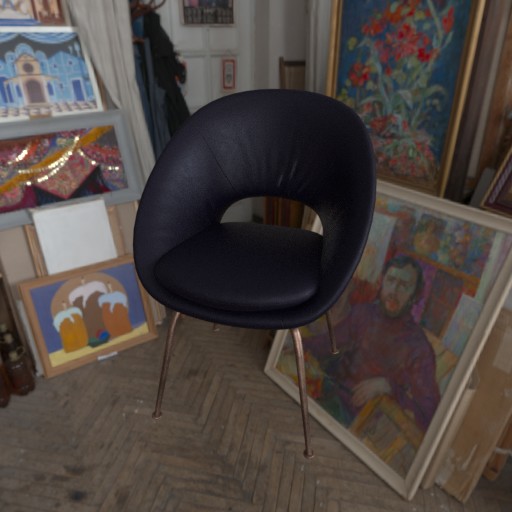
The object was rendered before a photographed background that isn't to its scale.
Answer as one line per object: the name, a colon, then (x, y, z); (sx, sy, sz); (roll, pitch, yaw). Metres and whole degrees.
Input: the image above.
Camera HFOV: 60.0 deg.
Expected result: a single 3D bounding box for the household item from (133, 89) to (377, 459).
household item: (0.000, 0.000, 1.271); (0.623, 0.852, 0.573); (8, 27, 16)
